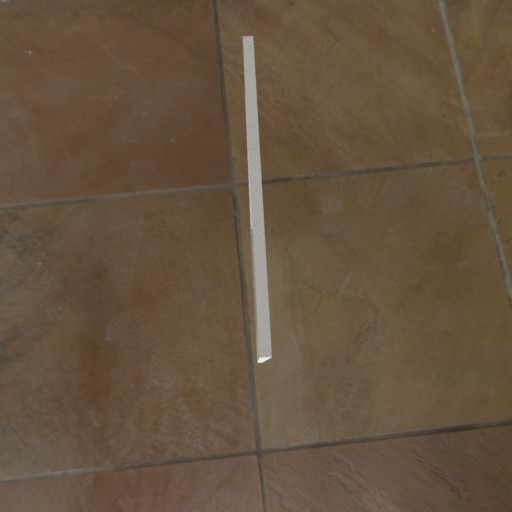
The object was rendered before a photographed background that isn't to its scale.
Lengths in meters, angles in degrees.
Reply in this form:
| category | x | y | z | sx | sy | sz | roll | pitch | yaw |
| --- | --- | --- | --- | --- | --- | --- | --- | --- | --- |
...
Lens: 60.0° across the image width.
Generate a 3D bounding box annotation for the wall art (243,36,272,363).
| category | x | y | z | sx | sy | sz | roll | pitch | yaw |
| --- | --- | --- | --- | --- | --- | --- | --- | --- | --- |
| wall art | 0.000 | 0.000 | 0.822 | 0.013 | 0.683 | 0.380 | -3 | 76 | -1 |
